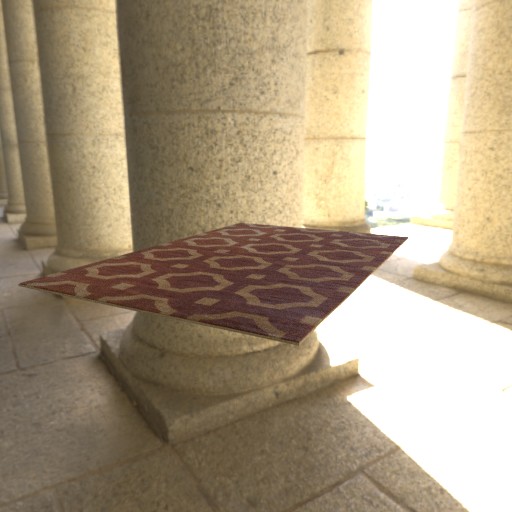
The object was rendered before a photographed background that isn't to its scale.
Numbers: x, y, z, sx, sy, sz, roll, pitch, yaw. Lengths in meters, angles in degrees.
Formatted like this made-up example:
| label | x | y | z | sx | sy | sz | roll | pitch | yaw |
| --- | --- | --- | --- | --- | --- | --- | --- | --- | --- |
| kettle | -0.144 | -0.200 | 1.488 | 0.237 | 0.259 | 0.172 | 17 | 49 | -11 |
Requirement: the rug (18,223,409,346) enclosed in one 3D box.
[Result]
| label | x | y | z | sx | sy | sz | roll | pitch | yaw |
| --- | --- | --- | --- | --- | --- | --- | --- | --- | --- |
| rug | 0.000 | 0.000 | 2.899 | 1.555 | 0.016 | 2.286 | 7 | 15 | 27 |
